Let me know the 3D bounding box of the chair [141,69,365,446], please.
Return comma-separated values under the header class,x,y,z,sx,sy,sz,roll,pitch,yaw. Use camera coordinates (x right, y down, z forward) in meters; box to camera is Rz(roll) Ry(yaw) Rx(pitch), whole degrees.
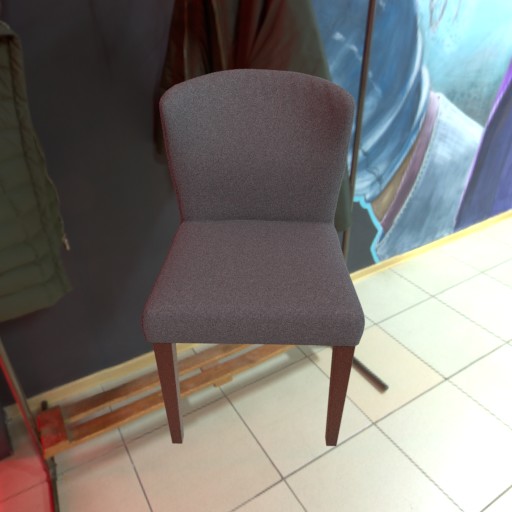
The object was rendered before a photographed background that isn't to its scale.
class,x,y,z,sx,sy,sz,roll,pitch,yaw
chair,0.000,0.000,1.177,0.491,0.839,0.592,1,32,1
